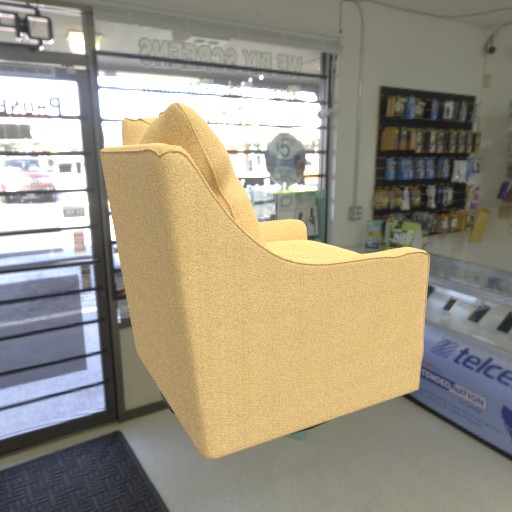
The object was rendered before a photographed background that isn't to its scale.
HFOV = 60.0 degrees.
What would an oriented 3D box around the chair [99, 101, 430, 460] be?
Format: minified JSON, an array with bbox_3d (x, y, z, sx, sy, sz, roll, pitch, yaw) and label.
[{"bbox_3d":[0.000,0.000,1.528,0.876,0.927,0.760,-7,15,-27],"label":"chair"}]
